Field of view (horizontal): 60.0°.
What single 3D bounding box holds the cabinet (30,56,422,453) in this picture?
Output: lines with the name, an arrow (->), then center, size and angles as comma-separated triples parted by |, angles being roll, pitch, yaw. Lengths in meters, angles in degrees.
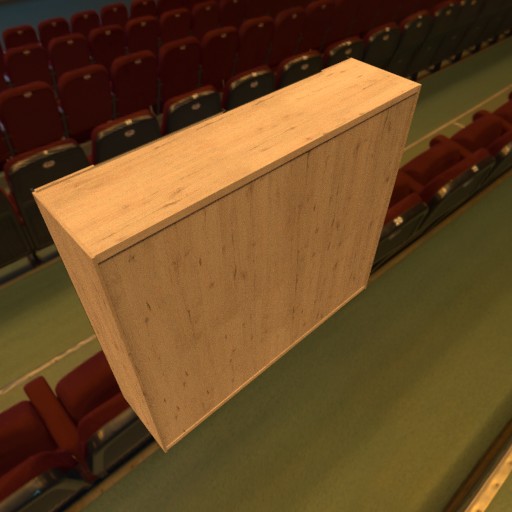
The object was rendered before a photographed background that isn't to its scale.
cabinet -> 0.000, 0.000, 3.435 | 2.500, 2.180, 0.660 | -33, 54, -28
